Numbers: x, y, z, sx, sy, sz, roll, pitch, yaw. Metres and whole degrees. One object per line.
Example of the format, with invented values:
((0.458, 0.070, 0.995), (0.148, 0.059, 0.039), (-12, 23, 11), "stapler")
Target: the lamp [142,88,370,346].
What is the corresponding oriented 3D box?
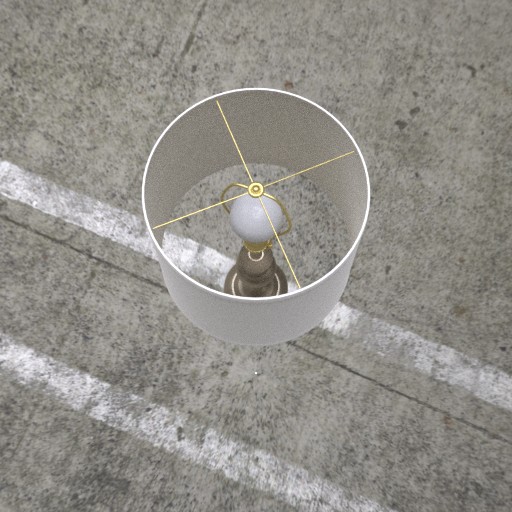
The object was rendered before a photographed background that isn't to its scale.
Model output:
((0.000, 0.000, 0.806), (0.328, 0.619, 0.328), (0, 75, 0), "lamp")
